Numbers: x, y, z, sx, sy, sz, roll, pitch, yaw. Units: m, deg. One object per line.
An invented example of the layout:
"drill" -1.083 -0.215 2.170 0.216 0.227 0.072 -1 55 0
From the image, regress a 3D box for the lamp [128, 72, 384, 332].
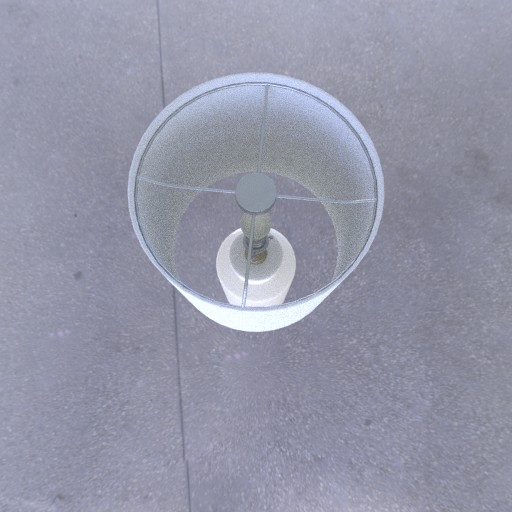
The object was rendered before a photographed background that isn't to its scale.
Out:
"lamp" 0.000 0.000 0.605 0.212 0.493 0.212 6 76 1
